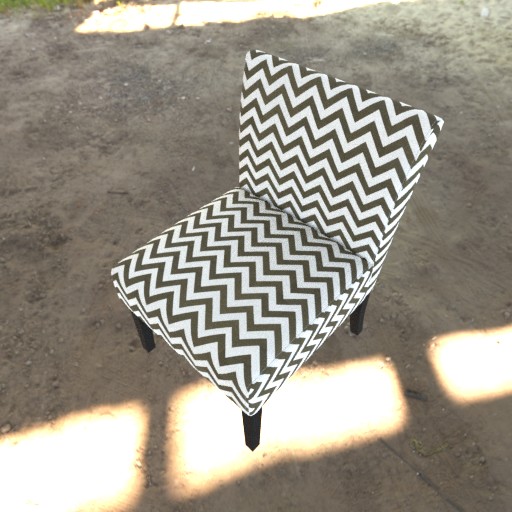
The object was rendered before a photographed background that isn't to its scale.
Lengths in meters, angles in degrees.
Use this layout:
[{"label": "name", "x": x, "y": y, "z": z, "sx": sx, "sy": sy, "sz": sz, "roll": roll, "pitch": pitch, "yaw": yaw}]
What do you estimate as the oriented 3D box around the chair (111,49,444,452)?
[{"label": "chair", "x": 0.000, "y": 0.000, "z": 1.272, "sx": 0.589, "sy": 0.838, "sz": 0.648, "roll": 34, "pitch": 55, "yaw": 28}]
